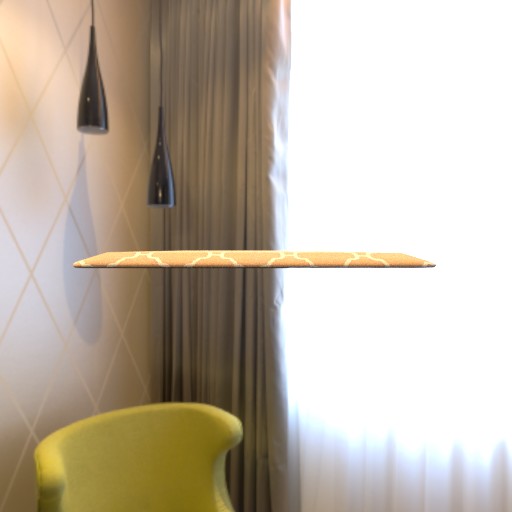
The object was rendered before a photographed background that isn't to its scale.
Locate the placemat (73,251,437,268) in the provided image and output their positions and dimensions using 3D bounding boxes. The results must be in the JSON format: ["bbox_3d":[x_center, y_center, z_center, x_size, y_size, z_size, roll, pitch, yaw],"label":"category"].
[{"bbox_3d":[0.000,0.000,0.968,0.508,0.021,0.762,0,1,0],"label":"placemat"}]
